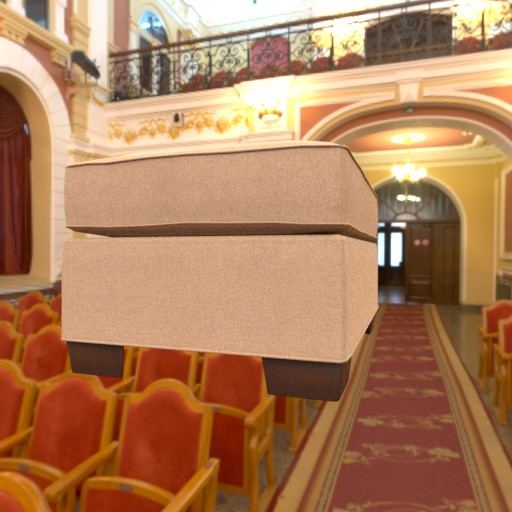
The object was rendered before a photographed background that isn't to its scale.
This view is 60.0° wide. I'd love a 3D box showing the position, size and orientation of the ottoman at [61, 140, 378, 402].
[{"bbox_3d":[0.000,0.000,1.245,0.617,0.503,0.846,0,1,19],"label":"ottoman"}]
